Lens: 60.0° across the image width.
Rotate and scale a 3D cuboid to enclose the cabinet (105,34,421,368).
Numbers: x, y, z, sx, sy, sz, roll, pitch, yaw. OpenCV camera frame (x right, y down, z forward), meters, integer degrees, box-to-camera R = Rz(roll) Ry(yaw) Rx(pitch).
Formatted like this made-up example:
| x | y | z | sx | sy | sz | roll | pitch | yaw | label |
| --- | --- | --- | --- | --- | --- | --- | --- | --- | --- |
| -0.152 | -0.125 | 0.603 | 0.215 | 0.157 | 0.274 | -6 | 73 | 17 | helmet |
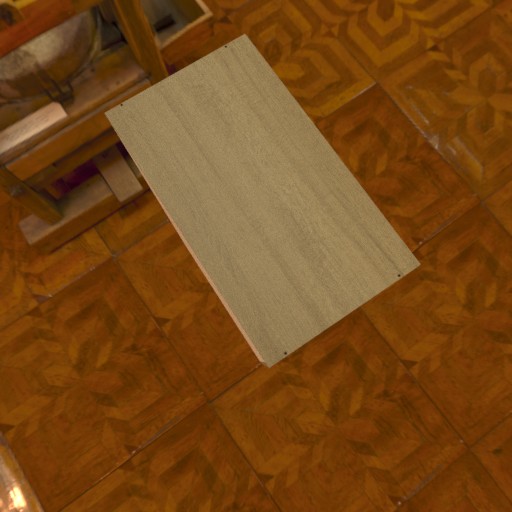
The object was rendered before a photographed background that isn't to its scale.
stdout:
| x | y | z | sx | sy | sz | roll | pitch | yaw | label |
| --- | --- | --- | --- | --- | --- | --- | --- | --- | --- |
| 0.000 | 0.000 | 2.417 | 0.571 | 1.999 | 1.006 | -33 | 79 | -7 | cabinet |
